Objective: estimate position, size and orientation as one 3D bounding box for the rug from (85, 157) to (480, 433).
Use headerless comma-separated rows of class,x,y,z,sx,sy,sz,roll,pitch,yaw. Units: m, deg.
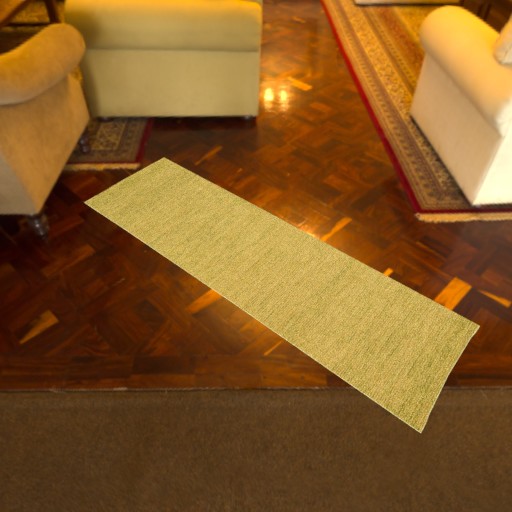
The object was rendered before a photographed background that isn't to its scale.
rug,0.000,0.000,2.523,2.340,0.013,0.686,31,53,27
